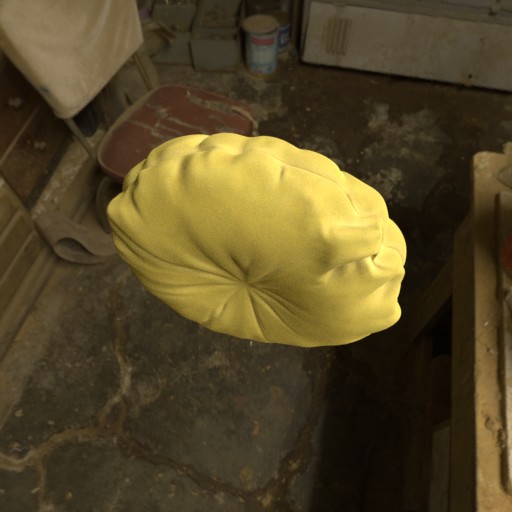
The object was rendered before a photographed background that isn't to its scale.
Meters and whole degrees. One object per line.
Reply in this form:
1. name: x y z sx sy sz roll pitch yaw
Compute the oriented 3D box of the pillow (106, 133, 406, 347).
1. pillow: 0.000 0.000 0.641 0.428 0.407 0.148 13 58 8
